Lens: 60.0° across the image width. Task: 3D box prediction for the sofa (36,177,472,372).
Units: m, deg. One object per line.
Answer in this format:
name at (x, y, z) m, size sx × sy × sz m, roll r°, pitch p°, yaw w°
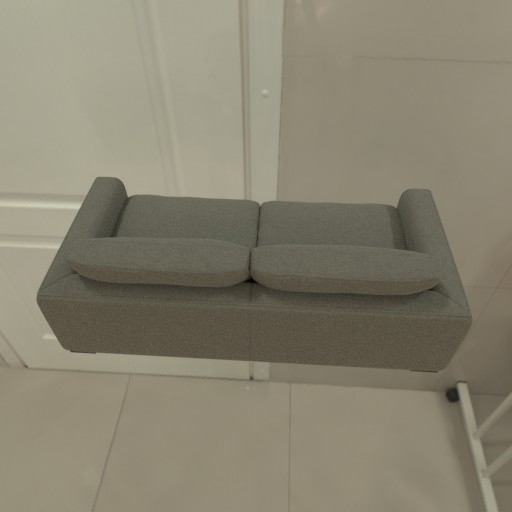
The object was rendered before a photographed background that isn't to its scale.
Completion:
sofa at (0.000, 0.000, 2.706) m, size 2.262 × 0.801 × 1.070 m, roll 3°, pitch 47°, yaw 2°
